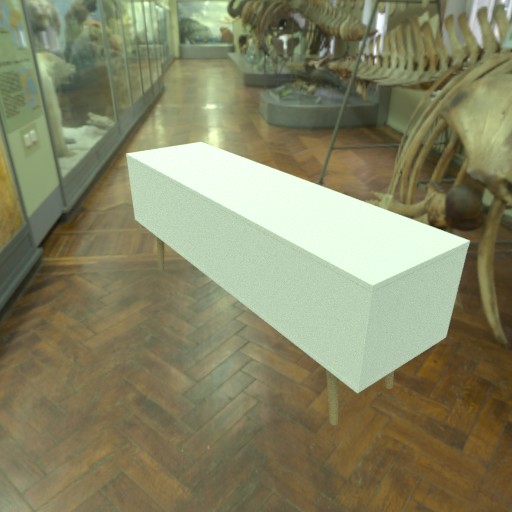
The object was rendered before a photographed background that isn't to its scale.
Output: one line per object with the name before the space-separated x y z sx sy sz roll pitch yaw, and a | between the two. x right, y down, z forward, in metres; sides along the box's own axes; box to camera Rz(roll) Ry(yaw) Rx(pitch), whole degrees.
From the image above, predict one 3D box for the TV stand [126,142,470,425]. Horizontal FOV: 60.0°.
TV stand | 0.000 0.000 1.692 0.401 0.560 1.398 -19 33 -32
